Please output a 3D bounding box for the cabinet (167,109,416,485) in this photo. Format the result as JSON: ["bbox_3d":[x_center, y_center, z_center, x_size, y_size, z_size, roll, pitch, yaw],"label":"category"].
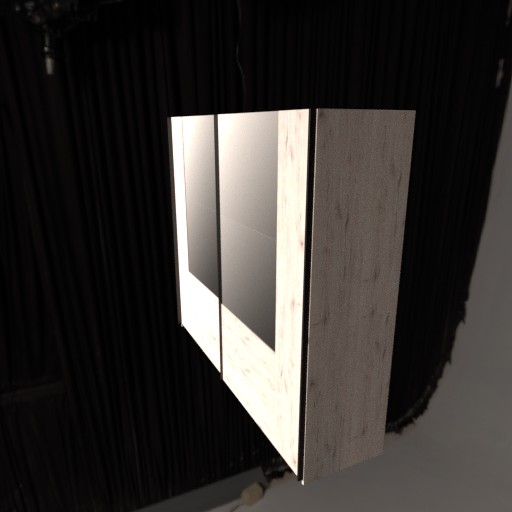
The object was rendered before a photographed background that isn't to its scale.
[{"bbox_3d":[0.000,0.000,3.595,0.660,2.180,2.500,-8,18,-25],"label":"cabinet"}]
